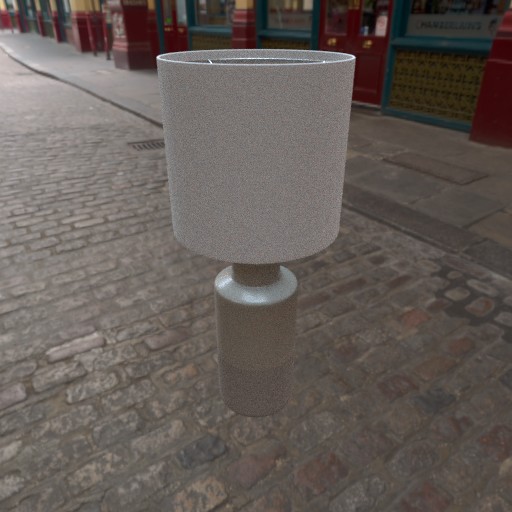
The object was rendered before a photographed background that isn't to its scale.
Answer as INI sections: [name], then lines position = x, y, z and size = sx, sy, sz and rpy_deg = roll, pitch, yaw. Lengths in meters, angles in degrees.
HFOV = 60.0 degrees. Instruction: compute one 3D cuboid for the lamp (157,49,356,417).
[lamp]
position = 0.000, 0.000, 0.597
size = 0.212, 0.493, 0.212
rpy_deg = -19, 33, -31
